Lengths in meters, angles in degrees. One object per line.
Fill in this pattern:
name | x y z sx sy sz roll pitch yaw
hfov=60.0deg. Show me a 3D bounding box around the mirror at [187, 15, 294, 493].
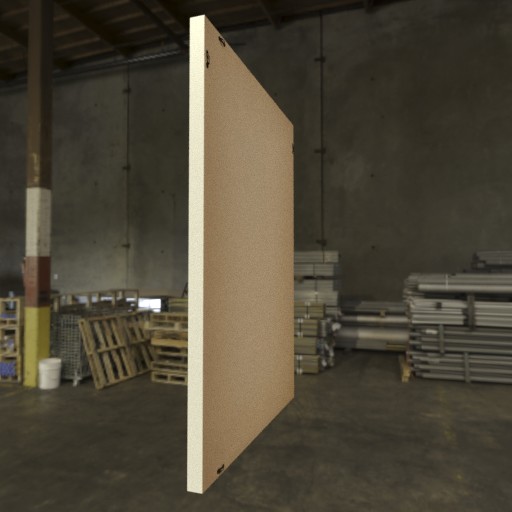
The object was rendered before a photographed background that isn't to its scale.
mirror | 0.000 0.000 1.303 0.040 1.016 0.762 -1 -2 19
